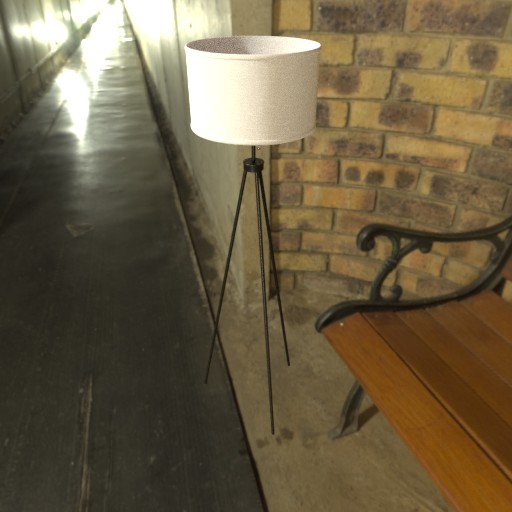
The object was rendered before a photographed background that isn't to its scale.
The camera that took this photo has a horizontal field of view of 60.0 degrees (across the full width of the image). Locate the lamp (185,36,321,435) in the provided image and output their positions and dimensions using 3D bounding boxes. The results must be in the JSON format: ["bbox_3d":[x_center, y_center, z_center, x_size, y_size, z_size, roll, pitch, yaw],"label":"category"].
[{"bbox_3d":[0.000,0.000,1.770,0.448,1.545,0.458,22,39,31],"label":"lamp"}]
